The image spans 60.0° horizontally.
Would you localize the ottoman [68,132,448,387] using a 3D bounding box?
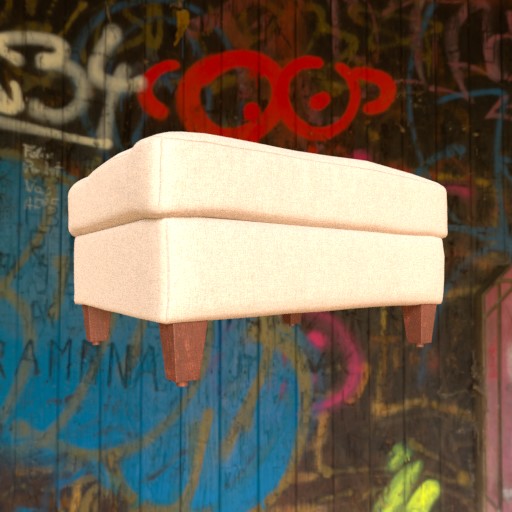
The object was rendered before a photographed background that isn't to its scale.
[{"bbox_3d":[0.000,0.000,1.275,0.902,0.511,0.692,1,-2,-35],"label":"ottoman"}]
